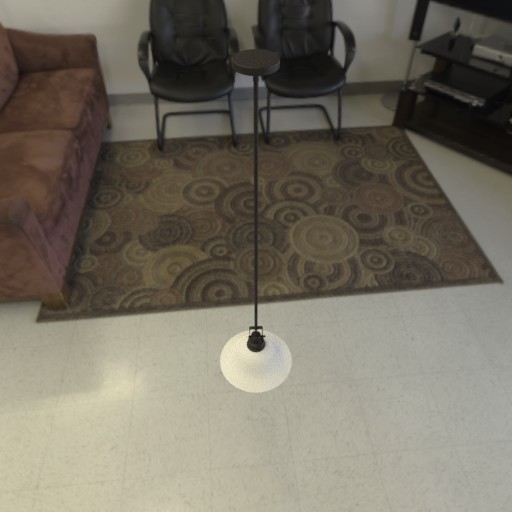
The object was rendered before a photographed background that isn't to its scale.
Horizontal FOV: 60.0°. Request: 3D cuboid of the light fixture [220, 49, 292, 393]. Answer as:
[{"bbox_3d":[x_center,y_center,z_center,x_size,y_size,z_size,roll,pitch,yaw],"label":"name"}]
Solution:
[{"bbox_3d":[0.000,0.000,1.526,0.324,1.337,0.324,-2,46,-2],"label":"light fixture"}]
